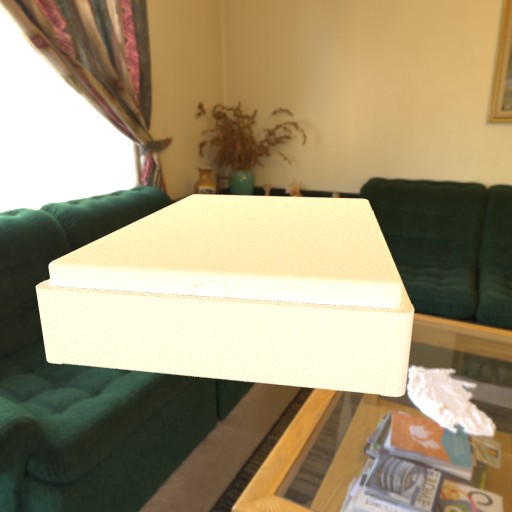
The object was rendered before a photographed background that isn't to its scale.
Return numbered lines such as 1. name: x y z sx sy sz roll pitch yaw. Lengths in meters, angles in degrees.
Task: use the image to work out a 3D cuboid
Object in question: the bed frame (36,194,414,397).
1. bed frame: 0.000 0.000 2.493 1.400 0.406 1.900 3 17 10
